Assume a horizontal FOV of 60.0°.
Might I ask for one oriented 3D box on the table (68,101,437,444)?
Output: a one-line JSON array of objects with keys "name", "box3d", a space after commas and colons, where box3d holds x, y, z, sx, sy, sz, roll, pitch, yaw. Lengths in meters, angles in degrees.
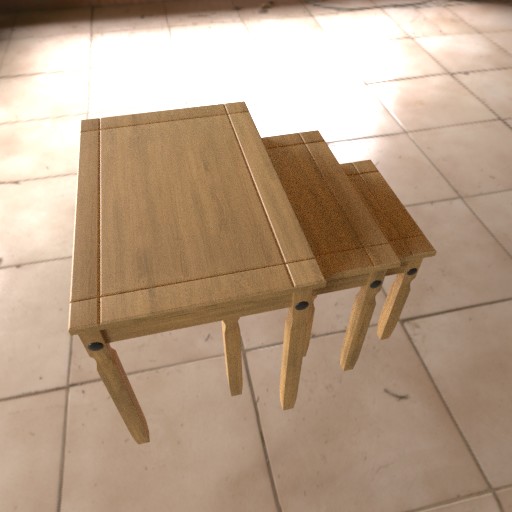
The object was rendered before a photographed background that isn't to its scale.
[{"name": "table", "box3d": [0.000, 0.000, 1.179, 0.773, 0.535, 0.660, -10, 48, -9]}]
